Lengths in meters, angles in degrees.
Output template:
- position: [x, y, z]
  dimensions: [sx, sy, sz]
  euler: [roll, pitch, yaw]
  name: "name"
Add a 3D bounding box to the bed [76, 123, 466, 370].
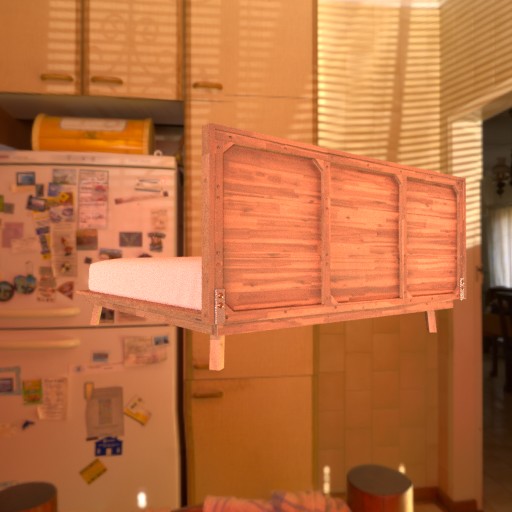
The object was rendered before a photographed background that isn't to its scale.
- position: [0.000, 0.000, 3.369]
  dimensions: [2.116, 1.100, 2.167]
  euler: [0, -1, -37]
  name: "bed"
